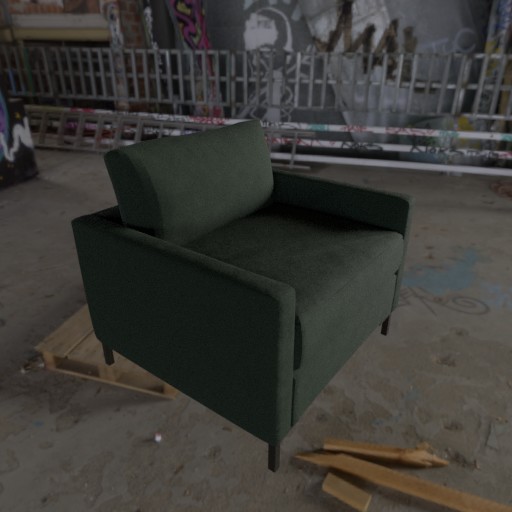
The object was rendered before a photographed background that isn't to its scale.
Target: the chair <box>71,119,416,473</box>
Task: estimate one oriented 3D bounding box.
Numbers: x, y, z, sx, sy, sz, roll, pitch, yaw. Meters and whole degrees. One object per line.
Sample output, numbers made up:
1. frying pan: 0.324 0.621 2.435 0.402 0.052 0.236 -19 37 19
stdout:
1. chair: 0.000 0.000 1.660 0.866 0.861 0.963 19 32 33
